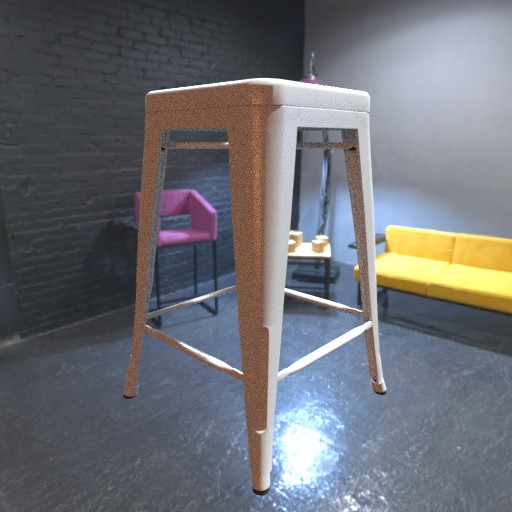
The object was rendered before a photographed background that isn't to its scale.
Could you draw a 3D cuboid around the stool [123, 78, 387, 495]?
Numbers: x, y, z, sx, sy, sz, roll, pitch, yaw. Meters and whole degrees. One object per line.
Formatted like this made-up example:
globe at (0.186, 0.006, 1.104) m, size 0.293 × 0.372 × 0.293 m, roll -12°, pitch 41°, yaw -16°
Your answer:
stool at (0.000, 0.000, 0.872) m, size 0.406 × 0.610 × 0.406 m, roll 14°, pitch 20°, yaw 42°
